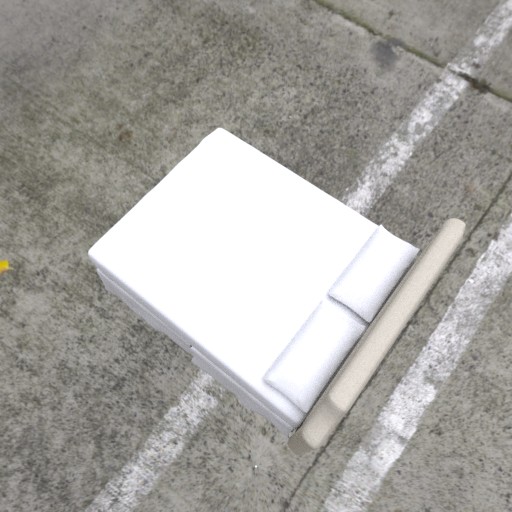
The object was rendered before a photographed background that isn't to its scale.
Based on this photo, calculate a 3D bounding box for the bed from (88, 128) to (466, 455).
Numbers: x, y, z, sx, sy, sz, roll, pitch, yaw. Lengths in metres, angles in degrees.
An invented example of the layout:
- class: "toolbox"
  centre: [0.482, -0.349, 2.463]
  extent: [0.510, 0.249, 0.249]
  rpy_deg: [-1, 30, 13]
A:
- class: "bed"
  centre: [0.000, 0.000, 3.213]
  extent: [2.116, 1.290, 1.693]
  rpy_deg: [35, 70, 15]
